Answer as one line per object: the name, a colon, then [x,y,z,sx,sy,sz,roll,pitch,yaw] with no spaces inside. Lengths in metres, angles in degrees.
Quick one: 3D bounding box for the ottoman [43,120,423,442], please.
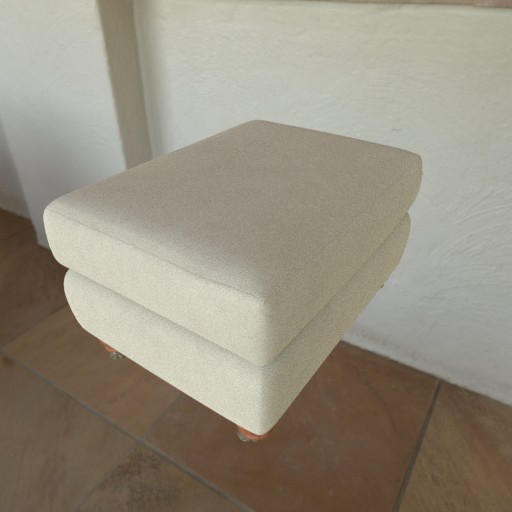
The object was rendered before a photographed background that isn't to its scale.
ottoman: [0.000,0.000,1.126,0.569,0.504,0.773,21,38,29]
